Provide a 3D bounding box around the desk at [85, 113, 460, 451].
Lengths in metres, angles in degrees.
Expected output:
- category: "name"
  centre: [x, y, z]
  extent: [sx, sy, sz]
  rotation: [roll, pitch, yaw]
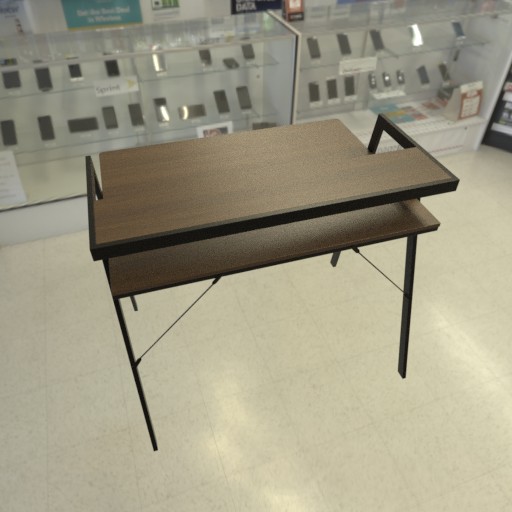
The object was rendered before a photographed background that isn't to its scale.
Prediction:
- category: "desk"
  centre: [0.000, 0.000, 1.889]
  extent: [1.143, 0.998, 0.936]
  rotation: [-12, 44, -12]
